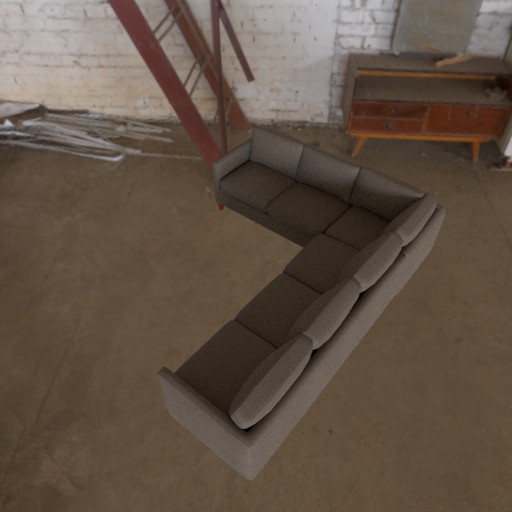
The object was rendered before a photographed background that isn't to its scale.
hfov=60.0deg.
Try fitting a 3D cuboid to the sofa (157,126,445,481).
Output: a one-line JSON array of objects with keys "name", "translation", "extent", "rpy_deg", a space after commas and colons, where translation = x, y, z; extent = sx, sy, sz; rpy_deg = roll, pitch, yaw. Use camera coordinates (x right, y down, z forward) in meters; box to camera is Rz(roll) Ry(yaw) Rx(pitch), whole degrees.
[{"name": "sofa", "translation": [0.000, 0.000, 4.525], "extent": [2.593, 0.947, 3.302], "rpy_deg": [30, 52, 27]}]
